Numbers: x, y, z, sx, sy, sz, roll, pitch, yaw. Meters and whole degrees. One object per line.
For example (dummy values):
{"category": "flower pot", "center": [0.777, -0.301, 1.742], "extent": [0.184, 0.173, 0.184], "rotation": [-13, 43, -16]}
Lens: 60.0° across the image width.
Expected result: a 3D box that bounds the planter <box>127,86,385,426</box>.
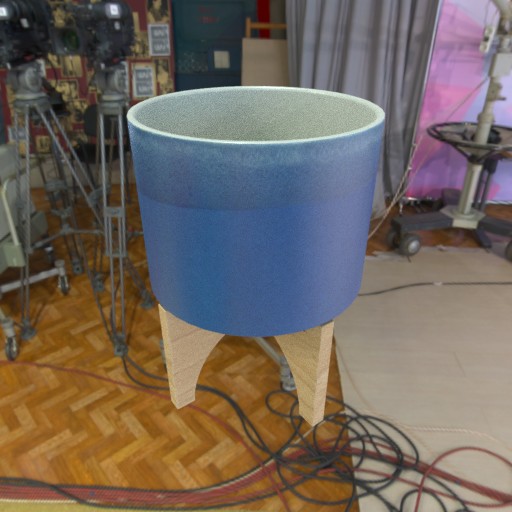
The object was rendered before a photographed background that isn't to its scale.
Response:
{"category": "planter", "center": [0.000, 0.000, 0.405], "extent": [0.192, 0.263, 0.192], "rotation": [0, 30, 0]}
